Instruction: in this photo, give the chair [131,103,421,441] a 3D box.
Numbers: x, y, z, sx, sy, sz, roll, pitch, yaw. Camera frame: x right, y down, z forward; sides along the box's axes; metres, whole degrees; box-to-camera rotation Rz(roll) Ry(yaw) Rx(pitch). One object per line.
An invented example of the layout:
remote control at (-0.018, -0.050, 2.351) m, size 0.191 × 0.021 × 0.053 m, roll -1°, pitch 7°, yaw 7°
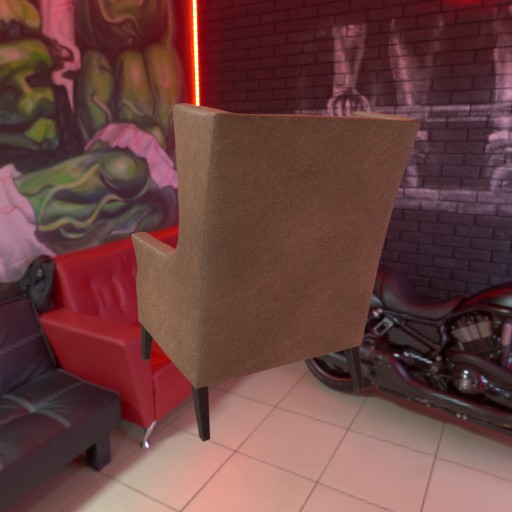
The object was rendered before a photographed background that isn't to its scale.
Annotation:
chair at (0.000, 0.000, 1.748) m, size 0.815 × 1.088 × 0.913 m, roll -7°, pitch 16°, yaw -27°
